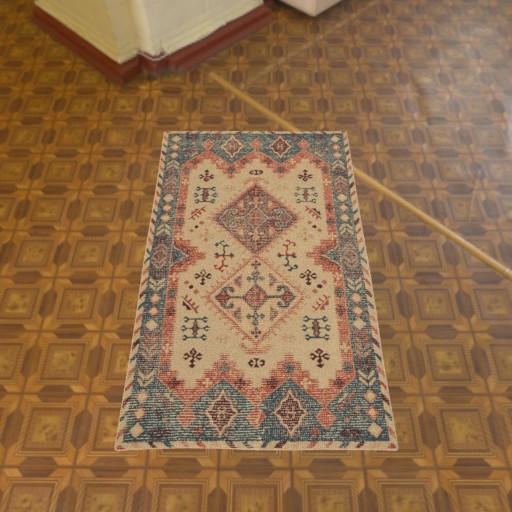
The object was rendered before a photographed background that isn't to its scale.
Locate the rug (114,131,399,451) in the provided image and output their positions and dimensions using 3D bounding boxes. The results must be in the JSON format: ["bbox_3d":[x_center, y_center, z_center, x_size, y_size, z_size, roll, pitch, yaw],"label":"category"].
[{"bbox_3d":[0.000,0.000,3.023,1.521,0.023,2.464,0,57,0],"label":"rug"}]
